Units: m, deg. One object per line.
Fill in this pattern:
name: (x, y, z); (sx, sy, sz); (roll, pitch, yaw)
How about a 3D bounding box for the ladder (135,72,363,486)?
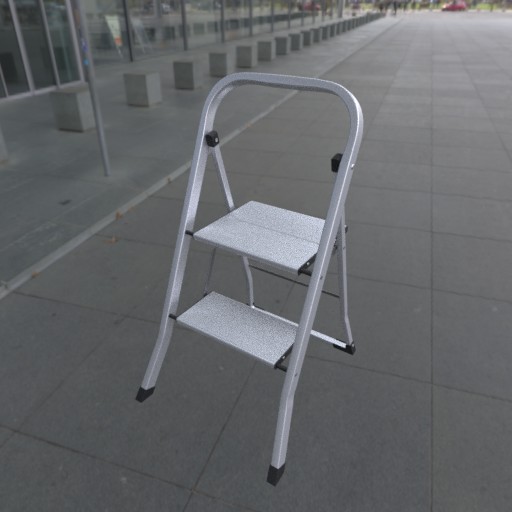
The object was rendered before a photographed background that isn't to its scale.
ladder: (0.000, 0.000, 1.119); (0.465, 0.830, 0.530); (19, 35, 29)
